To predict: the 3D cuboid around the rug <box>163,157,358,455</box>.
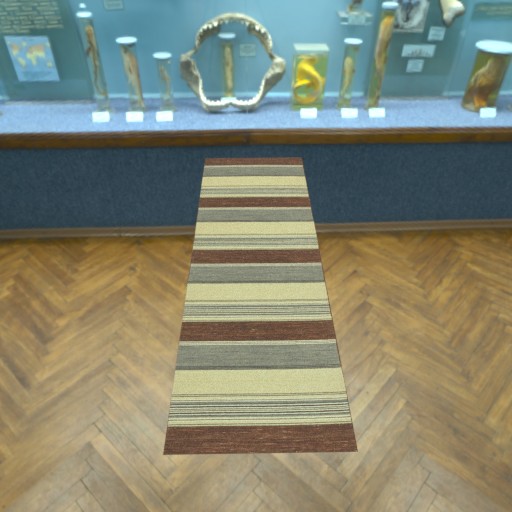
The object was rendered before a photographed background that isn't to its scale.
[{"bbox_3d":[0.000,0.000,2.718,0.792,0.006,2.437,-1,41,-1],"label":"rug"}]
